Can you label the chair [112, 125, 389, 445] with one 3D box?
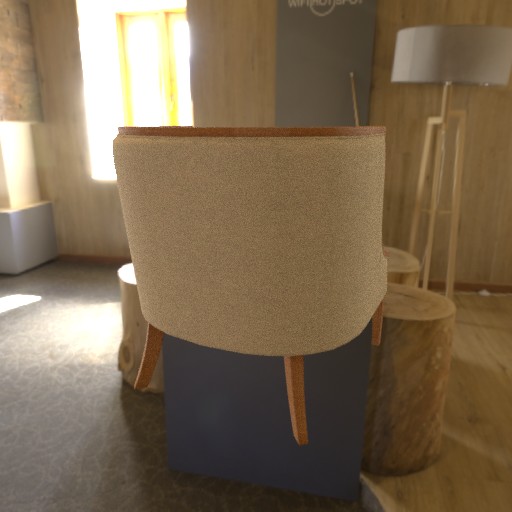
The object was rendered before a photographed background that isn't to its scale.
[{"bbox_3d":[0.000,0.000,1.377,0.711,0.775,0.757,8,19,26],"label":"chair"}]
